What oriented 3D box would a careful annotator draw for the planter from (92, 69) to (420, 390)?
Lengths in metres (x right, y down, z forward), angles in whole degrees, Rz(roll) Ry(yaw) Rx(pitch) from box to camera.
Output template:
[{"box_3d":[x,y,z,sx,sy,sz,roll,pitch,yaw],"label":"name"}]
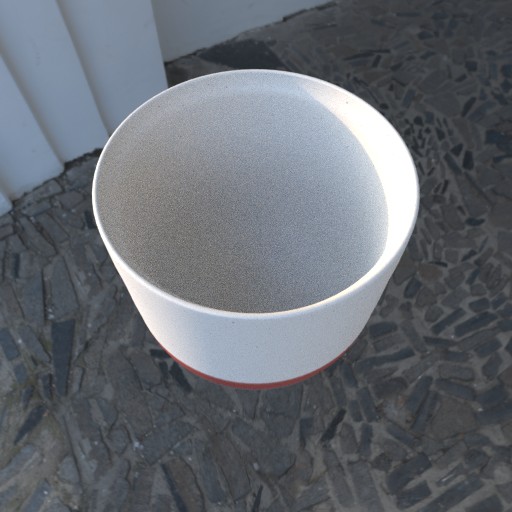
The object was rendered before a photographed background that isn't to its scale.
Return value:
[{"box_3d":[0.000,0.000,0.479,0.268,0.270,0.268,0,58,0],"label":"planter"}]
